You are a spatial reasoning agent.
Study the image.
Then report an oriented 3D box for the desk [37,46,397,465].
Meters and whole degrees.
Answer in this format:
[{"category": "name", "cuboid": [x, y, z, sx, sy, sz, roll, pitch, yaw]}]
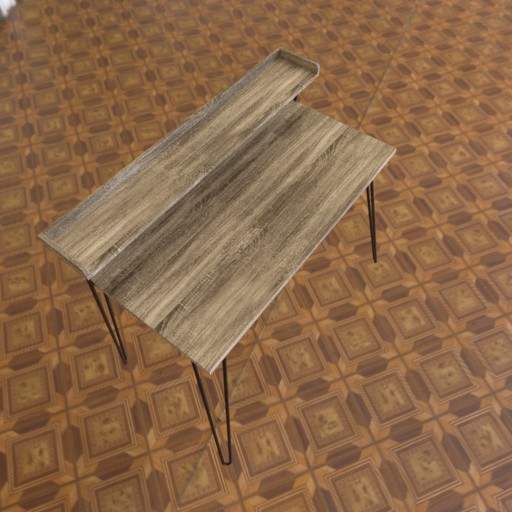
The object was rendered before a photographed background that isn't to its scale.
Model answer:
[{"category": "desk", "cuboid": [0.000, 0.000, 1.593, 0.605, 0.899, 1.135, 32, 62, 20]}]
